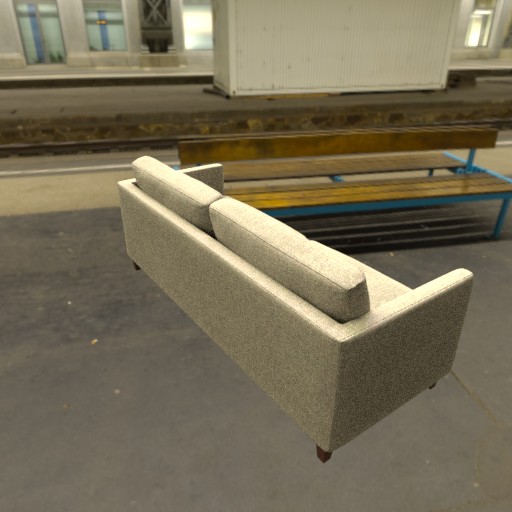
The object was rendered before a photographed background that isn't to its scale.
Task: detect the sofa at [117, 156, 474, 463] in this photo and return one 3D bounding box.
[{"bbox_3d":[0.000,0.000,2.893,0.948,0.951,2.434,-18,32,-31],"label":"sofa"}]
